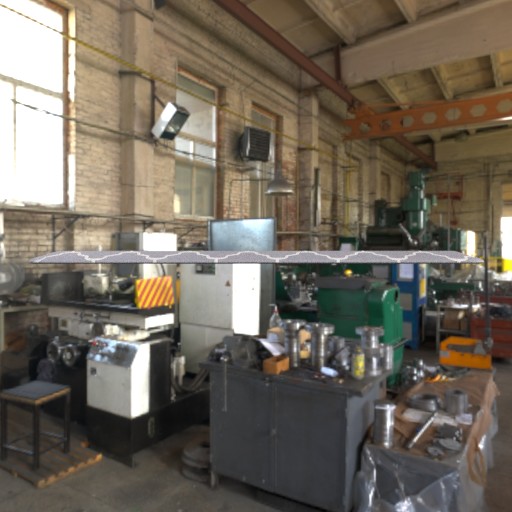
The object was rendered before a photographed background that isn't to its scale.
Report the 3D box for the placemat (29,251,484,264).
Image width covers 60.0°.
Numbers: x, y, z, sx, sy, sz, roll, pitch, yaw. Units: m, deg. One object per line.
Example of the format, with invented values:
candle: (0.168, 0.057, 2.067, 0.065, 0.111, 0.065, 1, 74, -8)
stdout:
placemat: (0.000, 0.000, 0.966, 0.762, 0.021, 0.508, 0, 0, 0)
